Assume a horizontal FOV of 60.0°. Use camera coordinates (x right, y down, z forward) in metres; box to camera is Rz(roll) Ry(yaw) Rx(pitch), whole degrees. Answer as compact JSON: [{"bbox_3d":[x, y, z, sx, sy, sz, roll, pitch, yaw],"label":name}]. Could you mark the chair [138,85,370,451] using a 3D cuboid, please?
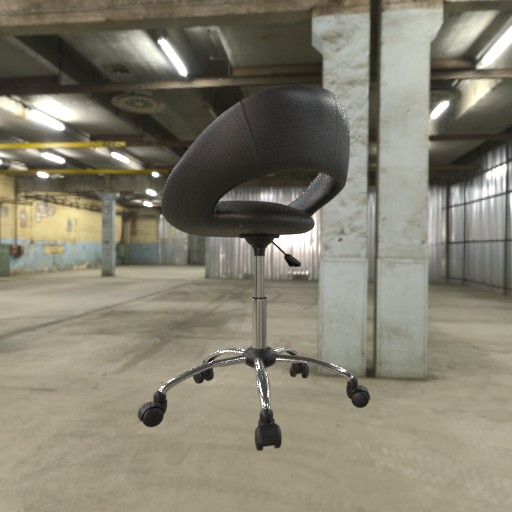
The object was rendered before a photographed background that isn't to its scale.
[{"bbox_3d":[0.000,0.000,1.200,0.538,0.791,0.612,0,0,35],"label":"chair"}]
